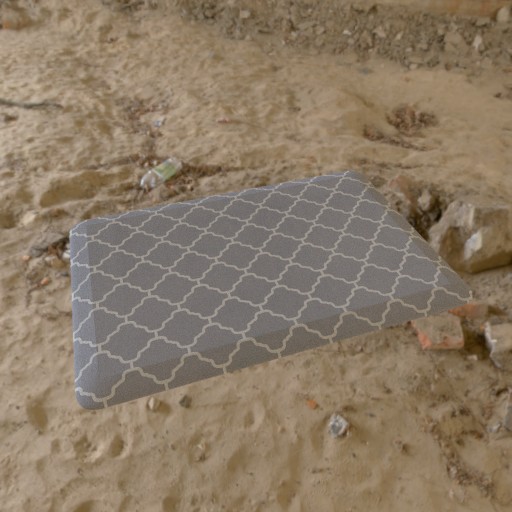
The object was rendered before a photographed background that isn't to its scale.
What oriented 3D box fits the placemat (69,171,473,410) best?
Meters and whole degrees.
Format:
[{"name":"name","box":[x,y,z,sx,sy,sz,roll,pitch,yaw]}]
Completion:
[{"name":"placemat","box":[0.000,0.000,0.954,0.762,0.021,0.508,-13,44,-13]}]
